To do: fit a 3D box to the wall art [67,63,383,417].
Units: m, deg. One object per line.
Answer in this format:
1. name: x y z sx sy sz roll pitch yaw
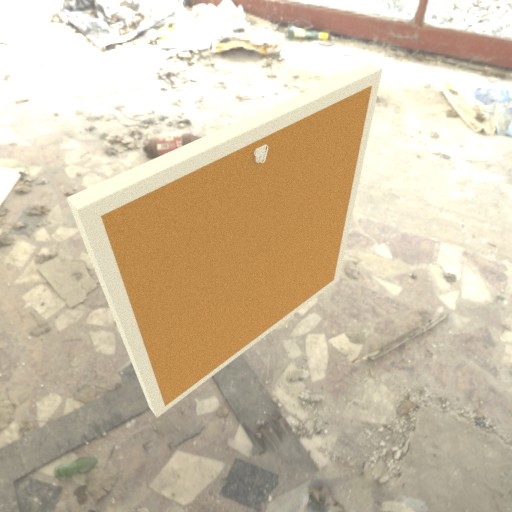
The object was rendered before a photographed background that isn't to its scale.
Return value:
1. wall art: 0.000 0.000 1.142 0.761 0.762 0.050 -33 55 -27
